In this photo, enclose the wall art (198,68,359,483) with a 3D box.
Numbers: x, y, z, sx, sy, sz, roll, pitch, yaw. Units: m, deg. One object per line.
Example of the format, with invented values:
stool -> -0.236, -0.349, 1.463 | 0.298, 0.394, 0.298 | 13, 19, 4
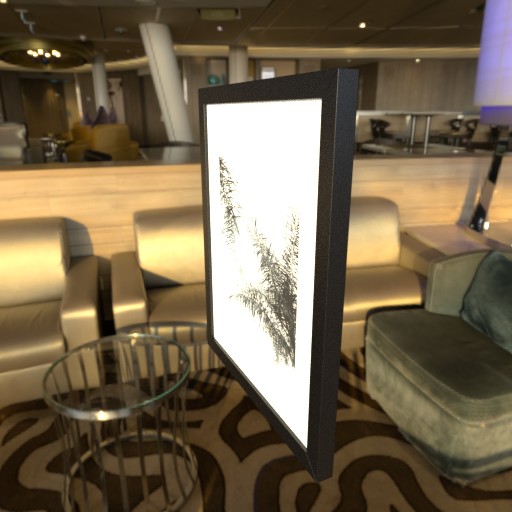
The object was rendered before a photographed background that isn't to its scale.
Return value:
wall art -> 0.000, 0.000, 0.759 | 0.028, 0.557, 0.457 | -9, 20, -25
